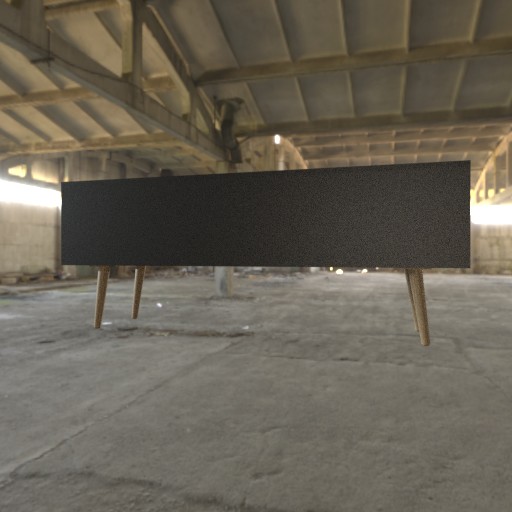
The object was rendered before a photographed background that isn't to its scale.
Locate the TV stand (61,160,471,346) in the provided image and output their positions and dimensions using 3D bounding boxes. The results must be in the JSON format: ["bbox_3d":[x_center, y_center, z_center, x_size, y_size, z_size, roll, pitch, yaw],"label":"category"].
[{"bbox_3d":[0.000,0.000,1.560,1.312,0.518,0.390,0,0,16],"label":"TV stand"}]
